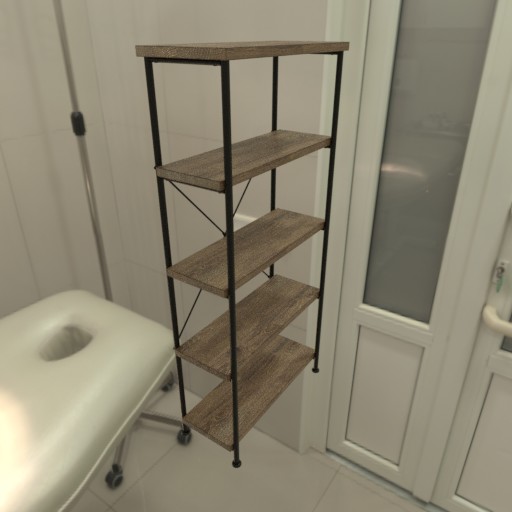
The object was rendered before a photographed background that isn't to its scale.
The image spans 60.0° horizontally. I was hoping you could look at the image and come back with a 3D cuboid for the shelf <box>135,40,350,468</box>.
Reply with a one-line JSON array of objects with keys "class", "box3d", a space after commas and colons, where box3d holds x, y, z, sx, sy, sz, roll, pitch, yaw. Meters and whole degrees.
[{"class": "shelf", "box3d": [0.000, 0.000, 1.965, 0.360, 1.700, 0.800, 18, 32, 31]}]
